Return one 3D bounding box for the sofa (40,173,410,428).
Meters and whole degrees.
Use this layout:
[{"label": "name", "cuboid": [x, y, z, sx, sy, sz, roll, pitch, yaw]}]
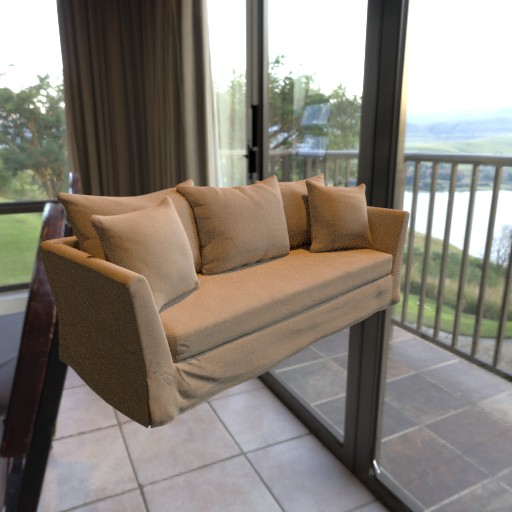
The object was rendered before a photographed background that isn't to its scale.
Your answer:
[{"label": "sofa", "cuboid": [0.000, 0.000, 3.065, 1.046, 1.047, 2.499, 14, 20, 43]}]
